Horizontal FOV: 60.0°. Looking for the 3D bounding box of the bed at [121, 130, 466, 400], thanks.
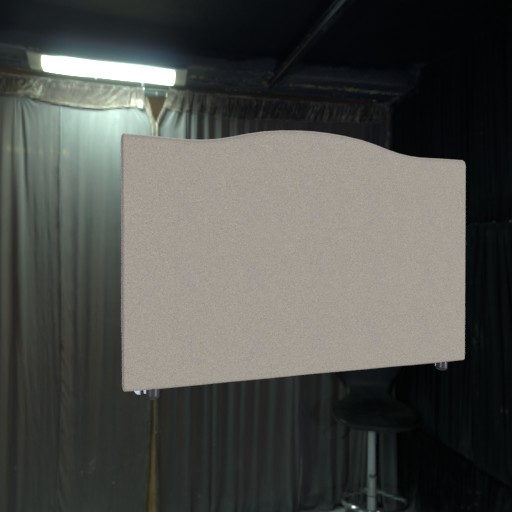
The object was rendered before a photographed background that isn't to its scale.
[{"bbox_3d":[0.000,0.000,3.502,2.083,1.421,2.182,0,1,-18],"label":"bed"}]
